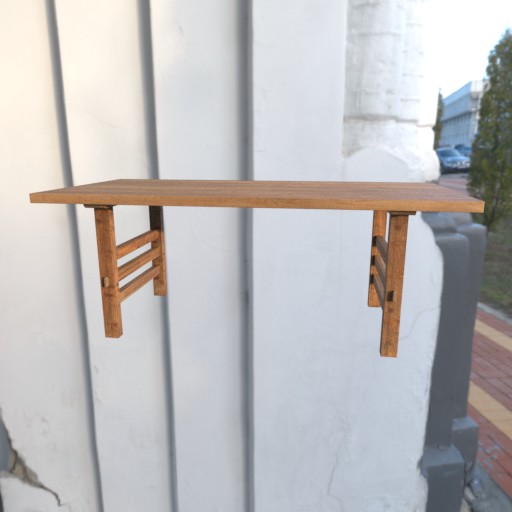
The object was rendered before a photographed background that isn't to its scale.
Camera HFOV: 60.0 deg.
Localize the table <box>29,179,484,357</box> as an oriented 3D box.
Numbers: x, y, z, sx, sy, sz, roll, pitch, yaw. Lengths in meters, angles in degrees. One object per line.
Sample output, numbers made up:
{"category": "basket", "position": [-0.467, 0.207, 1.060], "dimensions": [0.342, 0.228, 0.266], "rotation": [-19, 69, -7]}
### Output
{"category": "table", "position": [0.000, 0.000, 2.471], "dimensions": [2.003, 0.760, 0.952], "rotation": [2, 14, 9]}
